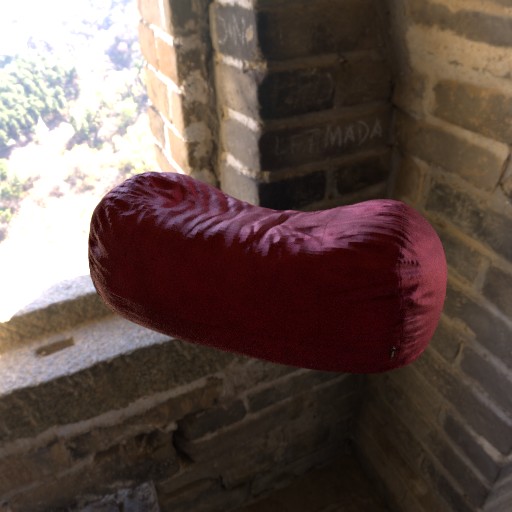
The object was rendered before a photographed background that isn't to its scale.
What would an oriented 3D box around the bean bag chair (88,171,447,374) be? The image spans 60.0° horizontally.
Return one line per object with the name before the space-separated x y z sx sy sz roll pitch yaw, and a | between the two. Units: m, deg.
bean bag chair | 0.000 0.000 2.842 2.293 0.867 1.216 10 33 16
